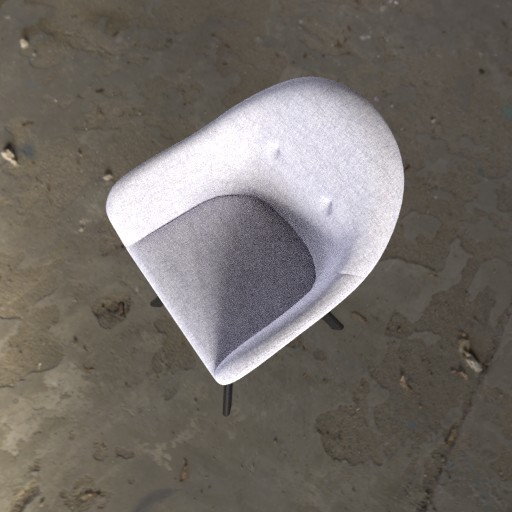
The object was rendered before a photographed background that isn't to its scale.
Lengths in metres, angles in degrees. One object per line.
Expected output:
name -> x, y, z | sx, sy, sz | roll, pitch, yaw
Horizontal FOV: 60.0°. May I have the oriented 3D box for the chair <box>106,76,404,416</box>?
chair -> 0.000, 0.000, 1.163 | 0.570, 0.780, 0.540 | -33, 68, -16
